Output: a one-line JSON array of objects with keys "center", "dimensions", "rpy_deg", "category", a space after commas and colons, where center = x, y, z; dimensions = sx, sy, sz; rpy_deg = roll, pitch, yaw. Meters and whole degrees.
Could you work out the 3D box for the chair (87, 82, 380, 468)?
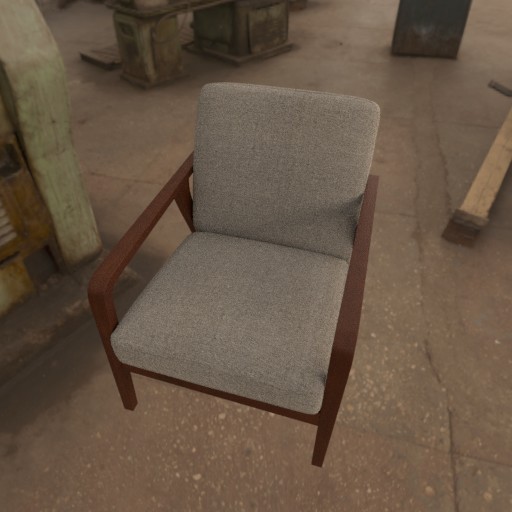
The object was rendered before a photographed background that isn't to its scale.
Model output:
[{"center": [0.000, 0.000, 1.439], "dimensions": [0.704, 0.847, 0.858], "rpy_deg": [11, 42, 13], "category": "chair"}]
